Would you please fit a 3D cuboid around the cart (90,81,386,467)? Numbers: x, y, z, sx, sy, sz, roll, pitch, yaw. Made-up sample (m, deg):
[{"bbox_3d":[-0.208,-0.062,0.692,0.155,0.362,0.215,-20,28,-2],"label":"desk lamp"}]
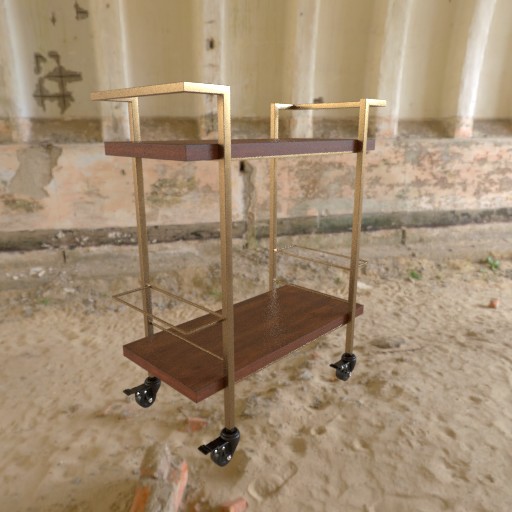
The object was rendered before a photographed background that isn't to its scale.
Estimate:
[{"bbox_3d":[0.000,0.000,1.191,0.364,0.807,0.695,15,22,42],"label":"cart"}]
